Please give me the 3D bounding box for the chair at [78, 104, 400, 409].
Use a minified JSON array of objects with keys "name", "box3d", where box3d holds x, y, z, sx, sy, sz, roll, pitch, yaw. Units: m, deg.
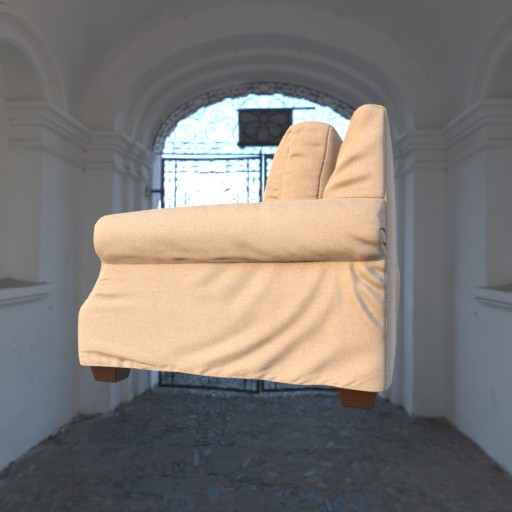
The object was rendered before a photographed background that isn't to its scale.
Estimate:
[{"name":"chair","box3d":[0.000,0.000,1.737,1.066,0.866,0.940,0,-1,19]}]
